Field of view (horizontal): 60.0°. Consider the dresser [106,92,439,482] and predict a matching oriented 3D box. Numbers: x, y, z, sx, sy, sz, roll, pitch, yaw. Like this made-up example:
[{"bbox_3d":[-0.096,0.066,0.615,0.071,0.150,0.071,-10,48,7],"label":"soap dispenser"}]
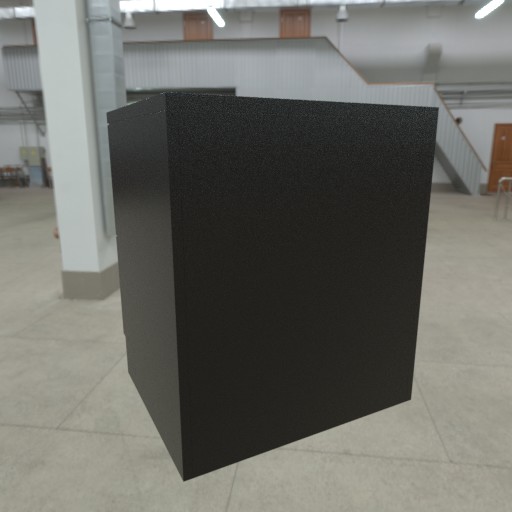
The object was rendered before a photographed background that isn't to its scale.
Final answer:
[{"bbox_3d":[0.000,0.000,0.753,0.400,0.470,0.360,-7,16,-27],"label":"dresser"}]
